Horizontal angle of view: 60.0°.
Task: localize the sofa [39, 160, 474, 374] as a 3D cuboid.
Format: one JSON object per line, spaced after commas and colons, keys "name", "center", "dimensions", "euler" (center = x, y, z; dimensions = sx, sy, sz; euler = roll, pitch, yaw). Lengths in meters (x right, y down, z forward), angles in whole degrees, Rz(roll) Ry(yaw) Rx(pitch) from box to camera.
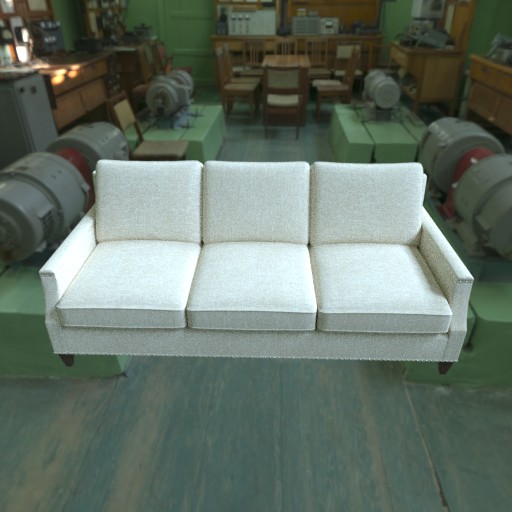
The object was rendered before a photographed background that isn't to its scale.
{"name": "sofa", "center": [0.000, 0.000, 2.671], "dimensions": [2.210, 0.940, 1.041], "euler": [1, 31, 1]}
